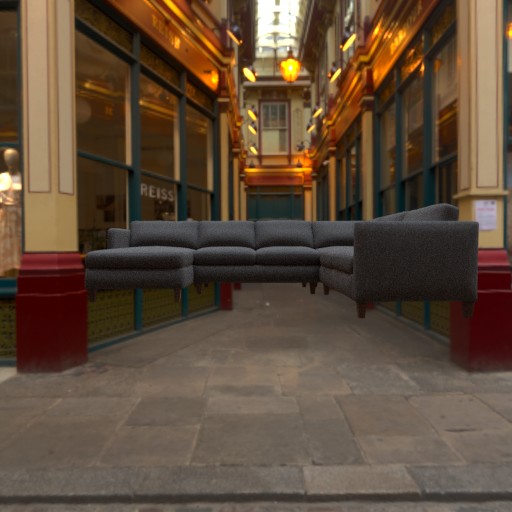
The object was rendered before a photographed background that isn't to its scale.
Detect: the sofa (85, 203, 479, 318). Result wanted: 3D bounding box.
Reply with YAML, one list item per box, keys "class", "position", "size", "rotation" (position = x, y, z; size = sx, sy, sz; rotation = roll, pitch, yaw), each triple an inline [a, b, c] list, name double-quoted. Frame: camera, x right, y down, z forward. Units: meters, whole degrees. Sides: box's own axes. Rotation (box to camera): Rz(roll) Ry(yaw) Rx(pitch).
- class: "sofa"
  position: [0.000, 0.000, 4.425]
  size: [3.238, 0.853, 2.551]
  rotation: [0, 1, -1]
